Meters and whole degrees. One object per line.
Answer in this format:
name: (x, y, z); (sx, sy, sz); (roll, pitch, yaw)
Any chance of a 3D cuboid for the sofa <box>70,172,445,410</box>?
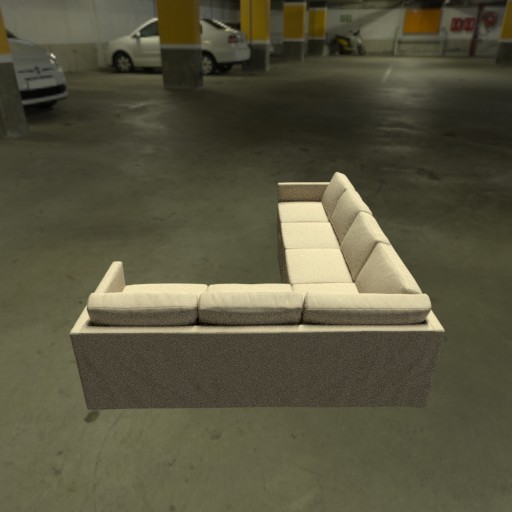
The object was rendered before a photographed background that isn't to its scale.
sofa: (0.000, 0.000, 4.352); (2.432, 0.871, 3.182); (0, 27, 0)
